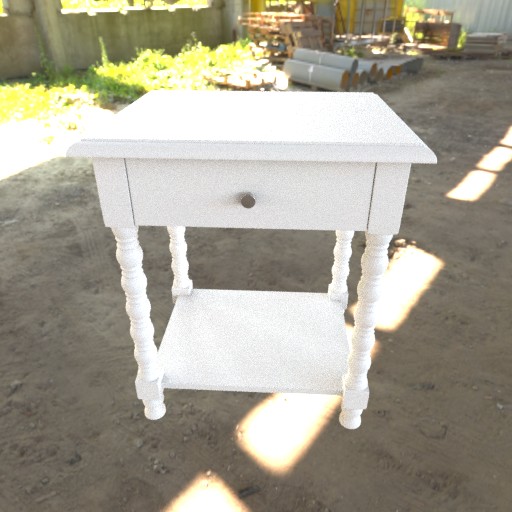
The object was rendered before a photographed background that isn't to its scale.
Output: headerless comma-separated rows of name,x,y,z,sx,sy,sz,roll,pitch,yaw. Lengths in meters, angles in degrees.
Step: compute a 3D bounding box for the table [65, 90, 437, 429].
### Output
table,0.000,0.000,0.835,0.460,0.531,0.381,2,30,3
